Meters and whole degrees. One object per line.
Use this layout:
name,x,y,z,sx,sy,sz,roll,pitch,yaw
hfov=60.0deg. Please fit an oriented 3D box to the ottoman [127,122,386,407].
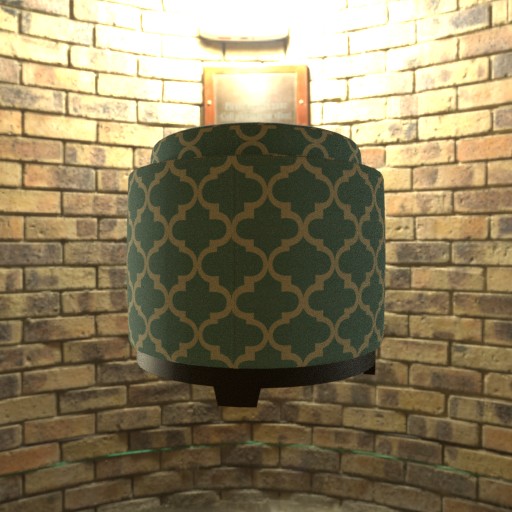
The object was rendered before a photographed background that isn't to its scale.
ottoman,0.000,0.000,0.855,0.480,0.429,0.480,0,1,0
